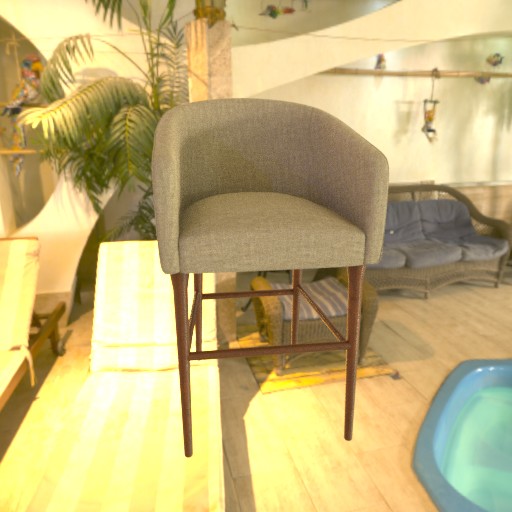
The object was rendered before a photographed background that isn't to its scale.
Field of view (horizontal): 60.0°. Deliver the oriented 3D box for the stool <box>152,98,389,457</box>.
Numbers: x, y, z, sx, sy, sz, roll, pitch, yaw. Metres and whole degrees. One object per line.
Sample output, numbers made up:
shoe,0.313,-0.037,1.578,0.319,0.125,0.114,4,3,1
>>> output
stool,0.000,0.000,1.371,0.559,0.952,0.635,-2,17,-8
